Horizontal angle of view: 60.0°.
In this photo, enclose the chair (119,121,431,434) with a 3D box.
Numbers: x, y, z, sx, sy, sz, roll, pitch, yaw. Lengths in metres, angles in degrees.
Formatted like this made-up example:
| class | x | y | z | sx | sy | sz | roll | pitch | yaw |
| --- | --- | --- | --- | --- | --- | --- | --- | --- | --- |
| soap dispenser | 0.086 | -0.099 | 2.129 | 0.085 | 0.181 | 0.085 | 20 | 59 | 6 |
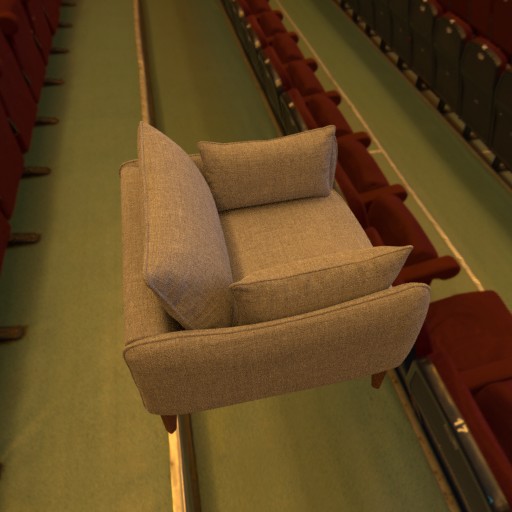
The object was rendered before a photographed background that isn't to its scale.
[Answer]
| class | x | y | z | sx | sy | sz | roll | pitch | yaw |
| --- | --- | --- | --- | --- | --- | --- | --- | --- | --- |
| chair | 0.000 | 0.000 | 1.733 | 0.976 | 0.839 | 0.993 | -9 | 48 | -9 |
